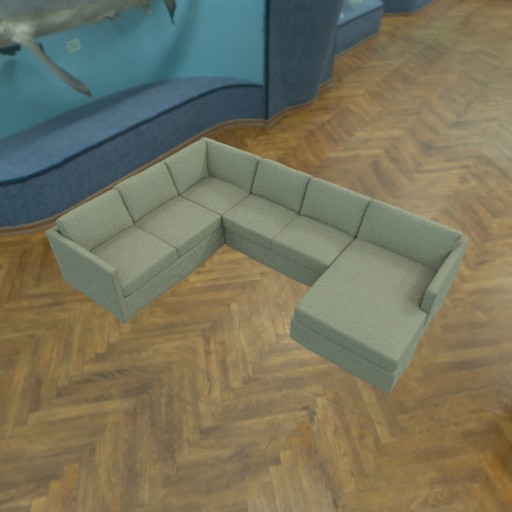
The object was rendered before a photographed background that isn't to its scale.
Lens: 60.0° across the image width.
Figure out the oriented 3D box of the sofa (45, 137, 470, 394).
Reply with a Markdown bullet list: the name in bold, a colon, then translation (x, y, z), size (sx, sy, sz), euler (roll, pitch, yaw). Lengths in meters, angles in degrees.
- **sofa**: translation (0.000, 0.000, 4.517), size (3.460, 0.882, 2.427), euler (26, 48, 27)
